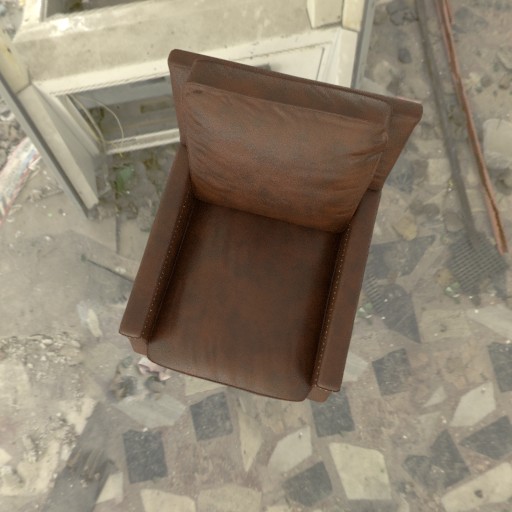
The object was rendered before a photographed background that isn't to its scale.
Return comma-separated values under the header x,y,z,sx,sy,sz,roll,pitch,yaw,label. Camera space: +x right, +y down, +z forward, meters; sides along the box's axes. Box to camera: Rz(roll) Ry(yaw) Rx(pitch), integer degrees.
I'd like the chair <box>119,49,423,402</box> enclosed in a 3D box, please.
x,y,z,sx,sy,sz,roll,pitch,yaw,label
0.000,0.000,1.758,0.854,1.054,1.035,14,76,4,chair
